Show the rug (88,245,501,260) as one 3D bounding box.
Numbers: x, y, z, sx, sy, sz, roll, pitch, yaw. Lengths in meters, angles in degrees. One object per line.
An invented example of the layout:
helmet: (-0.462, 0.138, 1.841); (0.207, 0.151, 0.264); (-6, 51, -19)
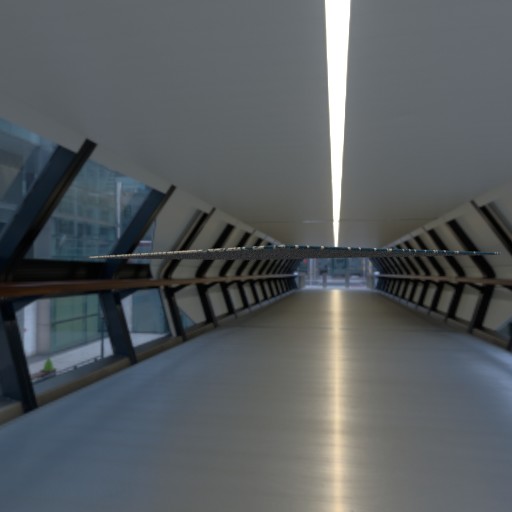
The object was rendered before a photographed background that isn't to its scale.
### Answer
rug: (0.000, 0.000, 2.945); (1.517, 0.011, 2.435); (1, -2, -35)
